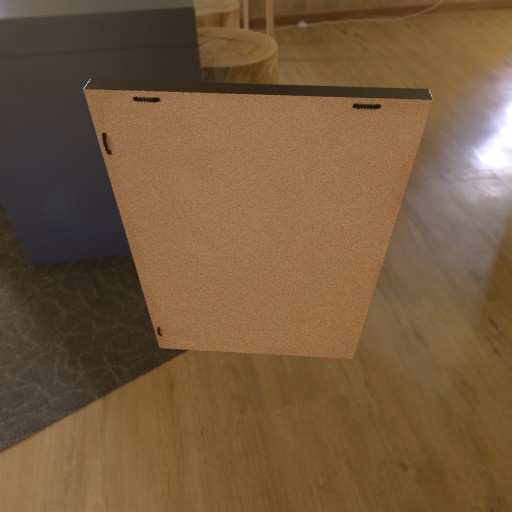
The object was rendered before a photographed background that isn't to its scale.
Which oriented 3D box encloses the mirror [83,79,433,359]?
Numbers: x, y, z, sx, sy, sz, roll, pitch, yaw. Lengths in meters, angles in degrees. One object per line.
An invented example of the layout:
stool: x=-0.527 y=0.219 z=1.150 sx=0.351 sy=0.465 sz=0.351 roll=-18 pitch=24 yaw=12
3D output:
mirror: x=0.000 y=0.000 z=0.908 sx=0.507 sy=0.710 sz=0.039 roll=3 pitch=47 yaw=2
